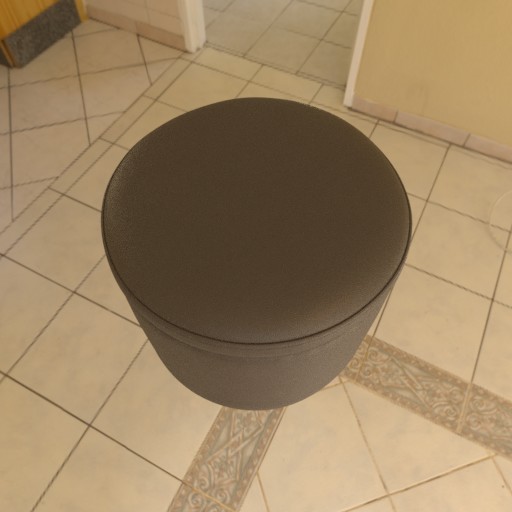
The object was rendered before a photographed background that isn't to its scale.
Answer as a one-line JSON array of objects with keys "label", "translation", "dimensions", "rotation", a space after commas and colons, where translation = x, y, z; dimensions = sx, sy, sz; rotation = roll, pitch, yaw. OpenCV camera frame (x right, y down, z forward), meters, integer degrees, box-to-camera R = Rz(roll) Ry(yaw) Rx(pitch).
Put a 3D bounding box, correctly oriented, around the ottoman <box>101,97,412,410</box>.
[{"label": "ottoman", "translation": [0.000, 0.000, 0.857], "dimensions": [0.500, 0.409, 0.500], "rotation": [0, 58, 0]}]
